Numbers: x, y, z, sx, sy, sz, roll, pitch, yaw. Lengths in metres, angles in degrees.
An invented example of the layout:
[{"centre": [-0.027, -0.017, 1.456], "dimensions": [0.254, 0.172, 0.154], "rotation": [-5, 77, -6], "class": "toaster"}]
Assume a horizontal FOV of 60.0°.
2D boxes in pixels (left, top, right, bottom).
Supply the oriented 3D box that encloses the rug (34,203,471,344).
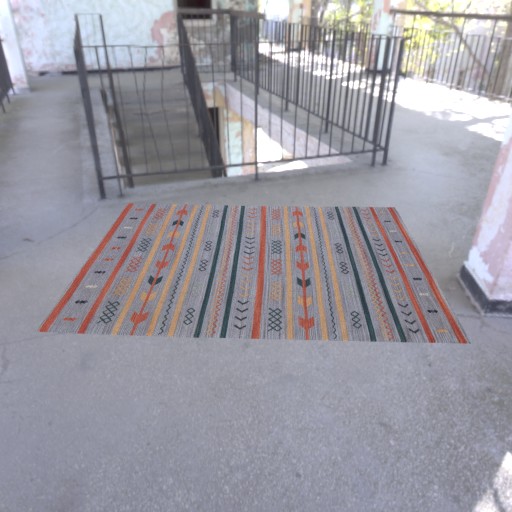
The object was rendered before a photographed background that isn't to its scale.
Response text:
[{"centre": [0.000, 0.000, 4.031], "dimensions": [3.029, 0.022, 2.263], "rotation": [1, 30, 2], "class": "rug"}]
